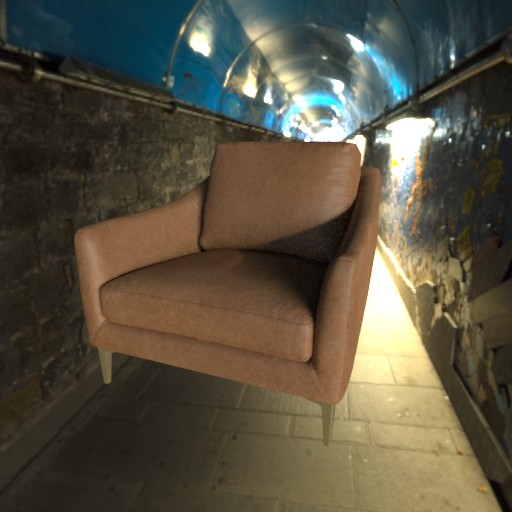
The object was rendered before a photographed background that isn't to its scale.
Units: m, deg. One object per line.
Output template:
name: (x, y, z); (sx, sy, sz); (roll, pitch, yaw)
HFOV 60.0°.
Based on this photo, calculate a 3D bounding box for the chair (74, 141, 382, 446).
chair: (0.000, 0.000, 1.777); (0.988, 0.895, 0.963); (6, 15, 24)
